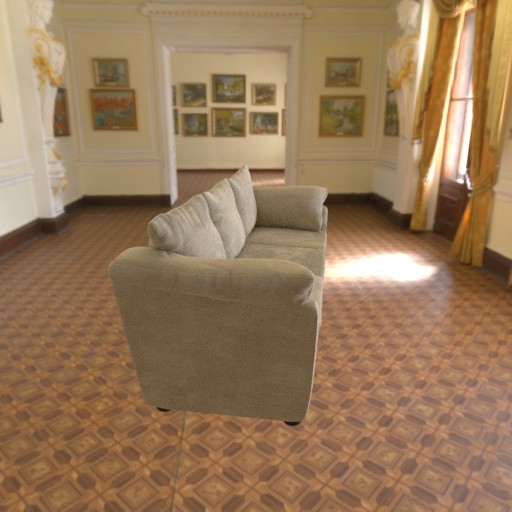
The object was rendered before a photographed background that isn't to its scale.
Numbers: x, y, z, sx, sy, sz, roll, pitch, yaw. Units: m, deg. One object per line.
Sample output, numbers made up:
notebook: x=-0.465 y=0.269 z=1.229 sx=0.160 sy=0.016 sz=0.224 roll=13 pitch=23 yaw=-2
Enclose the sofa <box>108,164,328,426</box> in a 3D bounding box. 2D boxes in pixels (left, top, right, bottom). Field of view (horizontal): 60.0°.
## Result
sofa: x=0.000 y=0.000 z=2.878 sx=0.893 sy=0.981 sz=2.377 roll=3 pitch=17 yaw=9
